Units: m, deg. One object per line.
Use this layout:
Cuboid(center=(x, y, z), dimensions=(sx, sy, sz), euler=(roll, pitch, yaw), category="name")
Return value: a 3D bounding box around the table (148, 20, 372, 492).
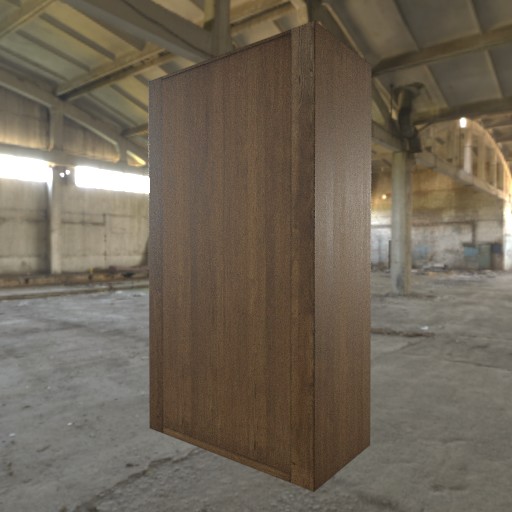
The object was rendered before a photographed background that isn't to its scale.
Cuboid(center=(0.000, 0.000, 2.453), dimensions=(1.100, 2.000, 0.600), euler=(1, 1, 38), category="table")
